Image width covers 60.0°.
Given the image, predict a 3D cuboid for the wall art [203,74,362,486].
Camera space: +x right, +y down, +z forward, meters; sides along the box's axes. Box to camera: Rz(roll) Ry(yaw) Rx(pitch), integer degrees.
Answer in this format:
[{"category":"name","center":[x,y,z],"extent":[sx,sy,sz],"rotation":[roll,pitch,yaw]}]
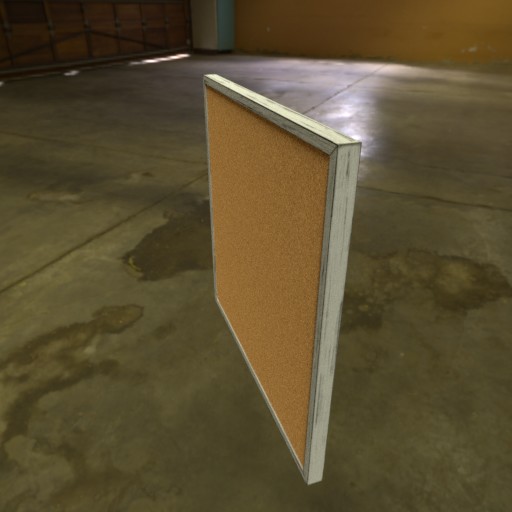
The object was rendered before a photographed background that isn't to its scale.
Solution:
[{"category":"wall art","center":[0.000,0.000,1.113],"extent":[0.037,0.761,0.761],"rotation":[-10,31,-17]}]
